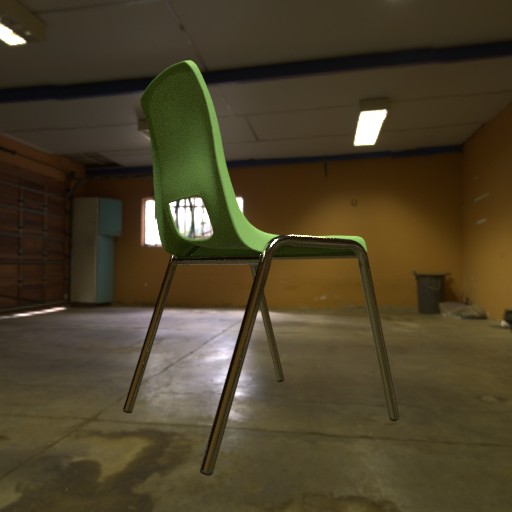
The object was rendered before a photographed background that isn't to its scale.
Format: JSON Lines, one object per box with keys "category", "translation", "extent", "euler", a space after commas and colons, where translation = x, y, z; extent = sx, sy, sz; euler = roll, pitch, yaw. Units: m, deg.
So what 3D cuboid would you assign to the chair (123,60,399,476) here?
{"category": "chair", "translation": [0.000, 0.000, 0.913], "extent": [0.436, 0.653, 0.381], "euler": [1, -2, -35]}
